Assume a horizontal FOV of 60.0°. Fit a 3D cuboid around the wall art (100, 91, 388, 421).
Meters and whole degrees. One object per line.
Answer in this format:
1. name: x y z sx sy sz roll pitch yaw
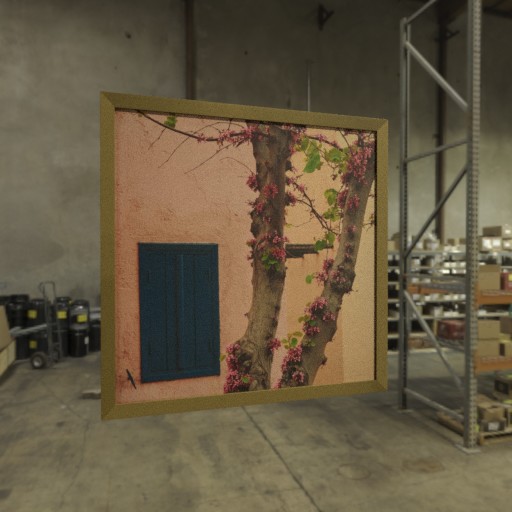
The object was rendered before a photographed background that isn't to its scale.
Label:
1. wall art: 0.000 0.000 1.153 0.762 0.762 0.038 0 1 -17
